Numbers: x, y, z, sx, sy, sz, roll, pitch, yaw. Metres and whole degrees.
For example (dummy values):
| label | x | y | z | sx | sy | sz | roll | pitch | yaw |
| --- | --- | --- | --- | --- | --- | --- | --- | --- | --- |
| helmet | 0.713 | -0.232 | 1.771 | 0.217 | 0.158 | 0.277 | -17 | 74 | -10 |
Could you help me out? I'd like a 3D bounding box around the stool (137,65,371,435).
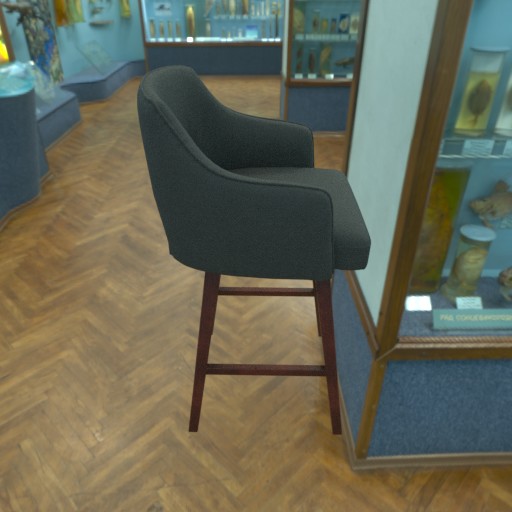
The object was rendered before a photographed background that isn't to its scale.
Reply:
| label | x | y | z | sx | sy | sz | roll | pitch | yaw |
| --- | --- | --- | --- | --- | --- | --- | --- | --- | --- |
| stool | 0.000 | 0.000 | 1.317 | 0.558 | 1.012 | 0.548 | 1 | 32 | 1 |
